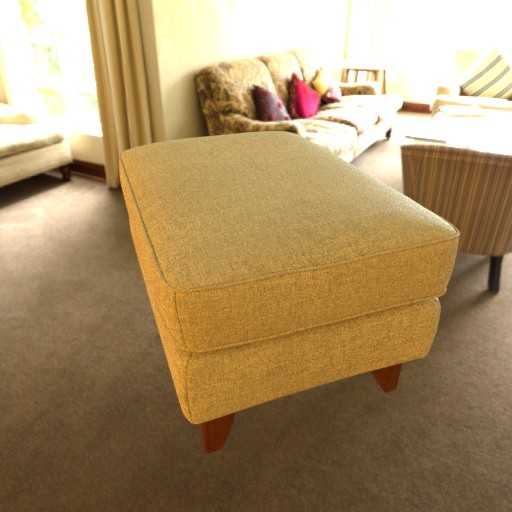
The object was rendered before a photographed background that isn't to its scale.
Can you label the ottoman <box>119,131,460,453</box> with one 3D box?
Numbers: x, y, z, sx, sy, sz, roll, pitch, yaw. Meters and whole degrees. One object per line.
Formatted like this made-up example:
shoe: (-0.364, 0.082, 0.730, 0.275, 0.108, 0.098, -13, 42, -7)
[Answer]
ottoman: (0.000, 0.000, 1.300, 0.661, 0.561, 0.889, -11, 32, -18)
